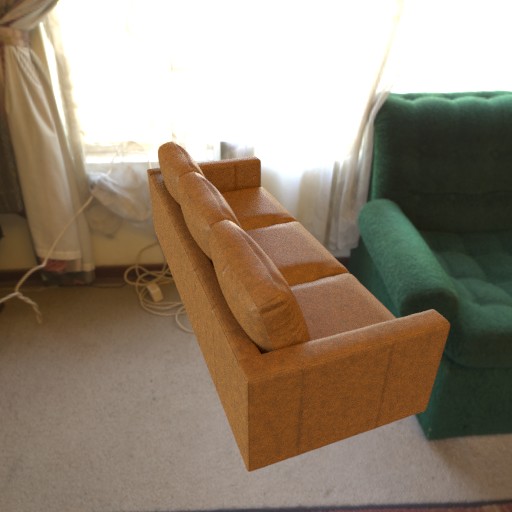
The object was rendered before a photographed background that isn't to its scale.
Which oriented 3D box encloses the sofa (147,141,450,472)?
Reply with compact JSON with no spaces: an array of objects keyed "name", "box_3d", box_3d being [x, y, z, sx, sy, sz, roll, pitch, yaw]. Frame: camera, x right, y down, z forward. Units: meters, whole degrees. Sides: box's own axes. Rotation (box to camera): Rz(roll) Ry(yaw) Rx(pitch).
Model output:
[{"name":"sofa","box_3d":[0.000,0.000,2.650,0.903,0.930,2.231,-11,33,-17]}]
